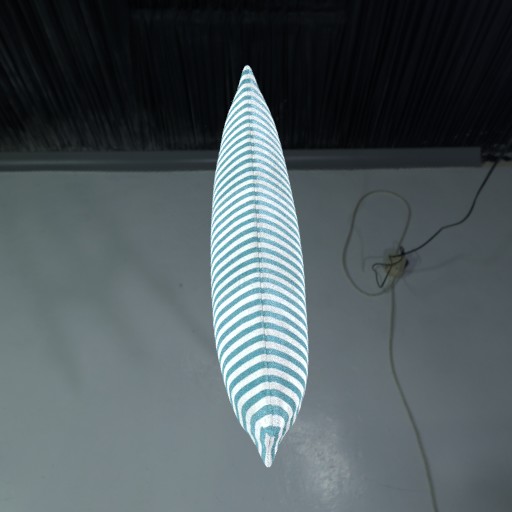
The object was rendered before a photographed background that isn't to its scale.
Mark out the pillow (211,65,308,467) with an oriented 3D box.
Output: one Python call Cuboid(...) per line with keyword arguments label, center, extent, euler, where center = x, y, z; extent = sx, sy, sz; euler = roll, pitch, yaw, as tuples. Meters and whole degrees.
Cuboid(label="pillow", center=(0.000, 0.000, 0.739), extent=(0.151, 0.295, 0.617), euler=(-3, 58, -2))
